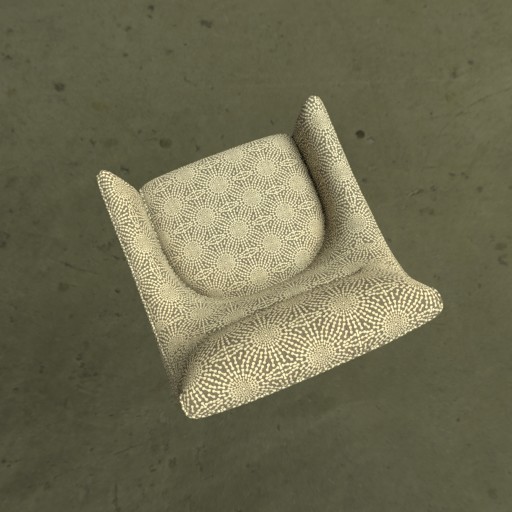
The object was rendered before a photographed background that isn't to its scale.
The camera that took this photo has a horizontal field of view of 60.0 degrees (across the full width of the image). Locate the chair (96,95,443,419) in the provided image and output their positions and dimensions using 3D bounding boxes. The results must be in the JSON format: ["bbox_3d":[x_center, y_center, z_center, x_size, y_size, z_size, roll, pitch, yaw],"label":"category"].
[{"bbox_3d":[0.000,0.000,1.438,0.762,0.838,0.787,-22,76,-6],"label":"chair"}]
